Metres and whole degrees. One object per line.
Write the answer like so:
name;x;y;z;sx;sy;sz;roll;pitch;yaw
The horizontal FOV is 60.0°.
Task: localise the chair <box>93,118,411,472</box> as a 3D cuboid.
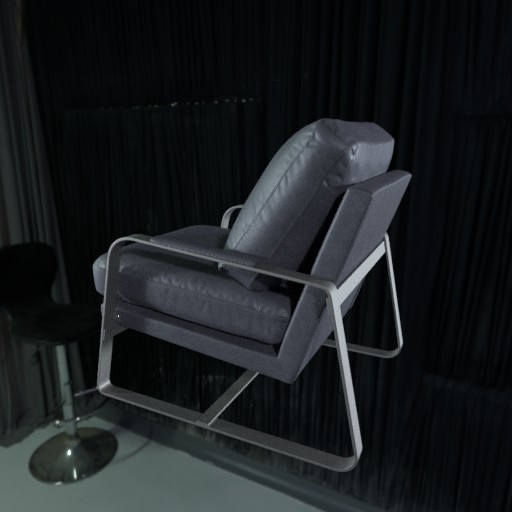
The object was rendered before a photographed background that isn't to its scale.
chair;0.000;0.000;1.445;0.878;0.839;0.692;7;17;25
